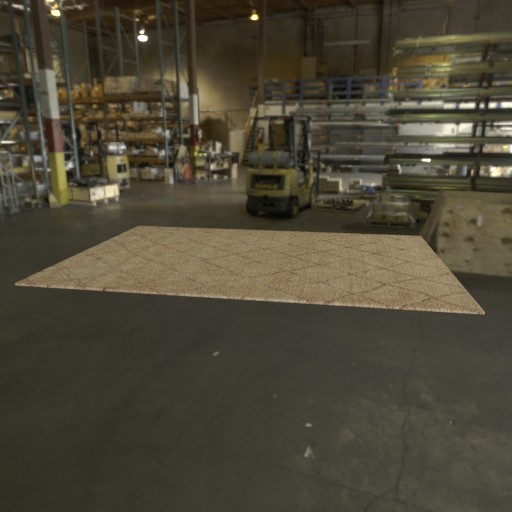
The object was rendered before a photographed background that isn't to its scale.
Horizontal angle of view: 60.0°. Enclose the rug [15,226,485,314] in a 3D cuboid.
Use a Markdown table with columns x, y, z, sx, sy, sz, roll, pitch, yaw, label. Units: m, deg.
| x | y | z | sx | sy | sz | roll | pitch | yaw | label |
| --- | --- | --- | --- | --- | --- | --- | --- | --- | --- |
| 0.000 | 0.000 | 2.849 | 2.292 | 0.014 | 1.528 | 3 | 16 | 9 | rug |
